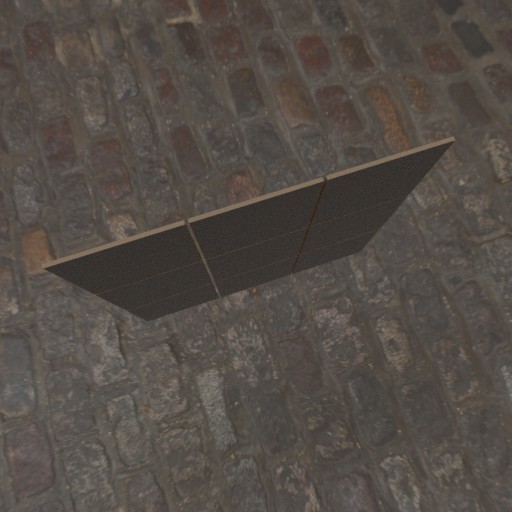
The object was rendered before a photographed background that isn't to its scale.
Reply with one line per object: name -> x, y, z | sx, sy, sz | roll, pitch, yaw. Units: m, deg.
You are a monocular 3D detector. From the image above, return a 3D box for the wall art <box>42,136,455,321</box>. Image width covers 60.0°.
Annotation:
wall art -> 0.000, 0.000, 2.290 | 1.527, 1.521, 0.017 | -18, 76, -5
